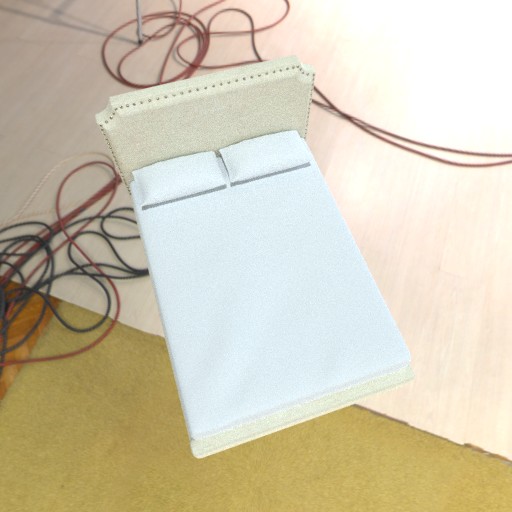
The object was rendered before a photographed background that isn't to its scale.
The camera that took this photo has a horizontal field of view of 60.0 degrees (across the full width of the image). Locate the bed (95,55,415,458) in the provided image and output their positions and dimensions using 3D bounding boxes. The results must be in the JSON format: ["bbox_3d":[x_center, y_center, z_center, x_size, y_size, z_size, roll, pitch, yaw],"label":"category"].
[{"bbox_3d":[0.000,0.000,3.390,1.713,1.457,2.381,-16,64,-8],"label":"bed"}]
